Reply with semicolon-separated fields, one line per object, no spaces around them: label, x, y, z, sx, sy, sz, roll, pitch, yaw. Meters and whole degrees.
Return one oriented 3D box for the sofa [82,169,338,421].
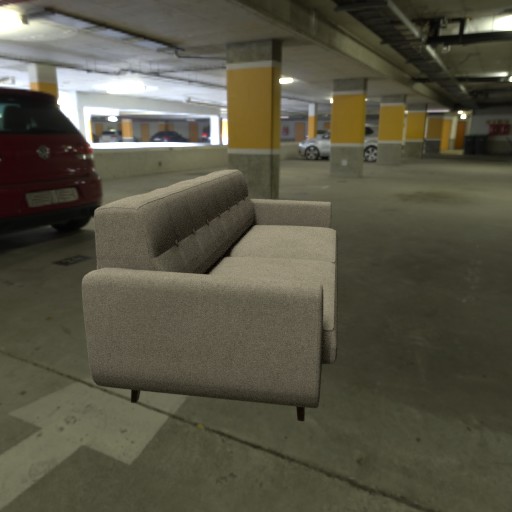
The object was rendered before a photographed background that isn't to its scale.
sofa;0.000;0.000;2.485;0.909;0.841;2.029;3;15;10
